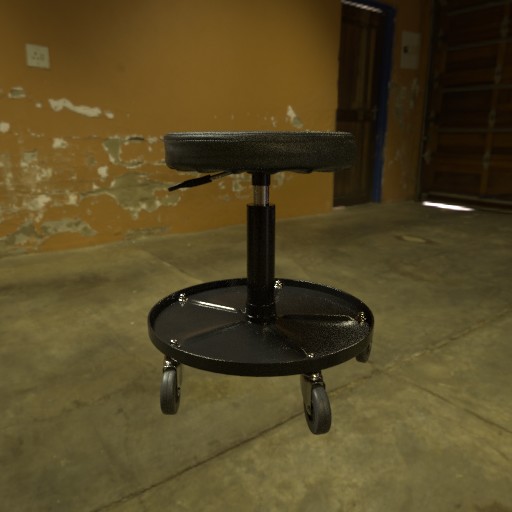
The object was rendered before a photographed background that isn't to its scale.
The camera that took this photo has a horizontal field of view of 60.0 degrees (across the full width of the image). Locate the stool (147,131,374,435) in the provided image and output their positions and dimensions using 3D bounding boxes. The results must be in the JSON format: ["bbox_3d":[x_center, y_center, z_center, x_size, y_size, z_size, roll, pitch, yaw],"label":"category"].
[{"bbox_3d":[0.000,0.000,0.682,0.382,0.365,0.381,2,15,8],"label":"stool"}]
